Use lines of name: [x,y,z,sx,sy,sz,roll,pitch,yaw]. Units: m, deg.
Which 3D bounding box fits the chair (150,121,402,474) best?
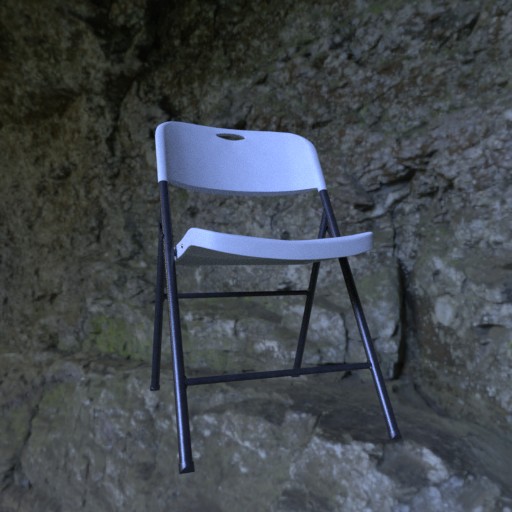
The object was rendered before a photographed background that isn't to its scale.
chair: [0.000,0.000,1.161,0.494,0.810,0.566,0,0,-19]
